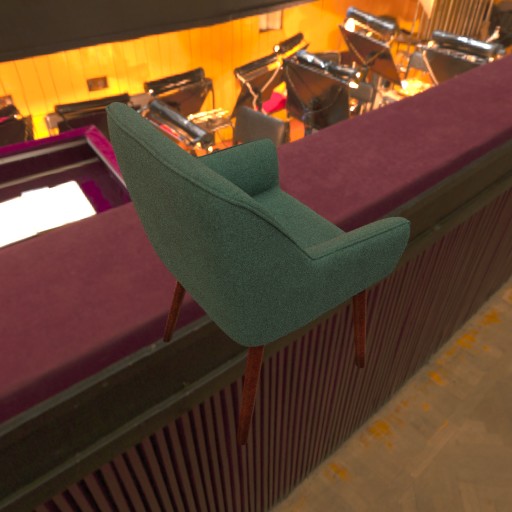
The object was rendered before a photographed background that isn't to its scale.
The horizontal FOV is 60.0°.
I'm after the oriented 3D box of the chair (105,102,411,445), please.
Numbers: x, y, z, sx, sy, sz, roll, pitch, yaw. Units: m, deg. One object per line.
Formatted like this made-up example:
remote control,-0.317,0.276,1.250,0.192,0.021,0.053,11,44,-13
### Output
chair,0.000,0.000,1.157,0.519,0.803,0.543,-26,47,-27
